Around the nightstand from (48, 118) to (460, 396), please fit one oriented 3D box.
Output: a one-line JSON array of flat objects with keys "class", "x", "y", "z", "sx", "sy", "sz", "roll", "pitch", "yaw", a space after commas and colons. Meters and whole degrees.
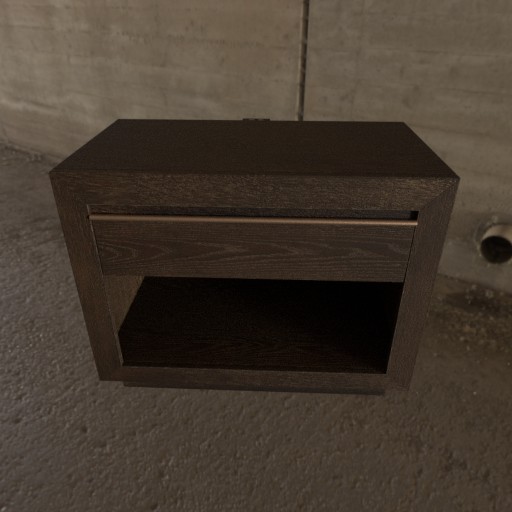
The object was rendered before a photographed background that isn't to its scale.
[{"class": "nightstand", "x": 0.000, "y": 0.000, "z": 1.176, "sx": 0.775, "sy": 0.612, "sz": 0.457, "roll": 1, "pitch": 30, "yaw": 2}]
